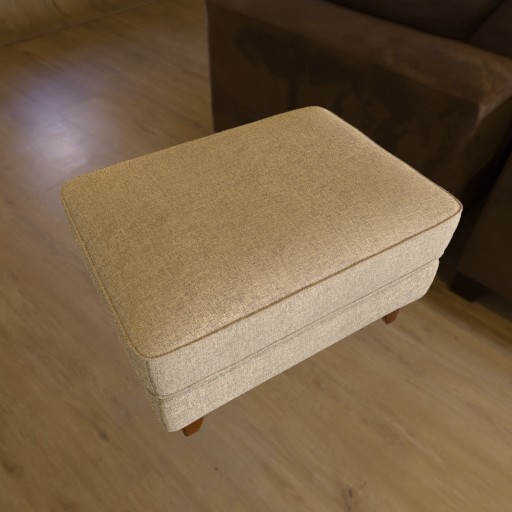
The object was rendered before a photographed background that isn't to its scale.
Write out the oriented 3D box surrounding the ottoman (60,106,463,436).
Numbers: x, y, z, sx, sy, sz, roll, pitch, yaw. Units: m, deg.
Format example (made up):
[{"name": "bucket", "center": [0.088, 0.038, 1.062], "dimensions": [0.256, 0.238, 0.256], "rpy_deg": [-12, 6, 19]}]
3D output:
[{"name": "ottoman", "center": [0.000, 0.000, 1.303], "dimensions": [0.889, 0.561, 0.661], "rpy_deg": [-23, 50, -21]}]
